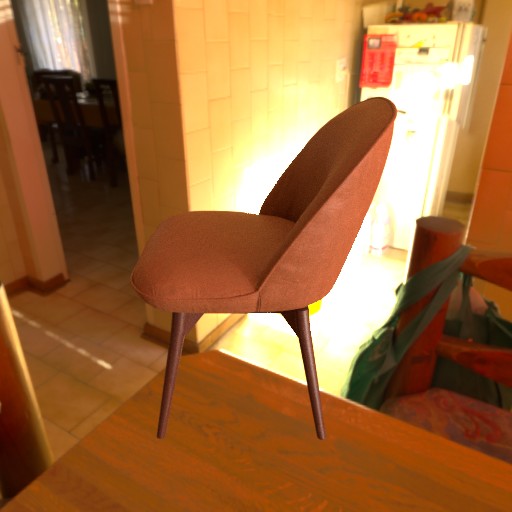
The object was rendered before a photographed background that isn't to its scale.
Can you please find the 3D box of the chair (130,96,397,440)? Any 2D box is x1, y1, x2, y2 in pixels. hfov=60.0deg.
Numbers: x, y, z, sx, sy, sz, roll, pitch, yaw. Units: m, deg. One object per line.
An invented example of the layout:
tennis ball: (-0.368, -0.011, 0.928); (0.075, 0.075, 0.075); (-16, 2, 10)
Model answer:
chair: (0.000, 0.000, 1.229); (0.631, 0.831, 0.521); (0, 26, 0)
